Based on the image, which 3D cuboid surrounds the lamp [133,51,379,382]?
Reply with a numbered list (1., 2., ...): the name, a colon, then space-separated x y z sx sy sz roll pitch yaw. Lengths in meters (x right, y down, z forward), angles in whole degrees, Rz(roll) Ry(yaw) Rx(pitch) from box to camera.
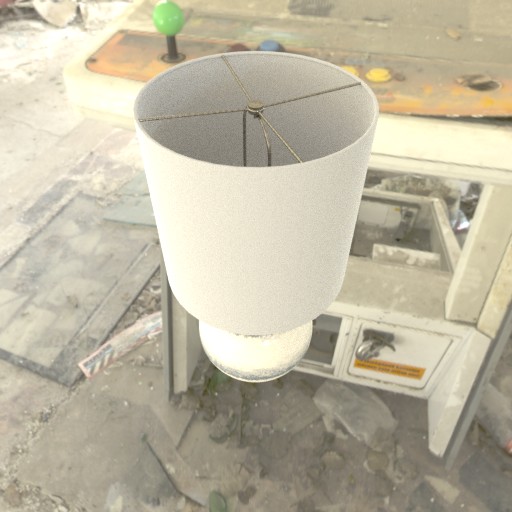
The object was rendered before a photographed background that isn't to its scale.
1. lamp: 0.000 0.000 0.541 0.216 0.404 0.216 32 54 27
